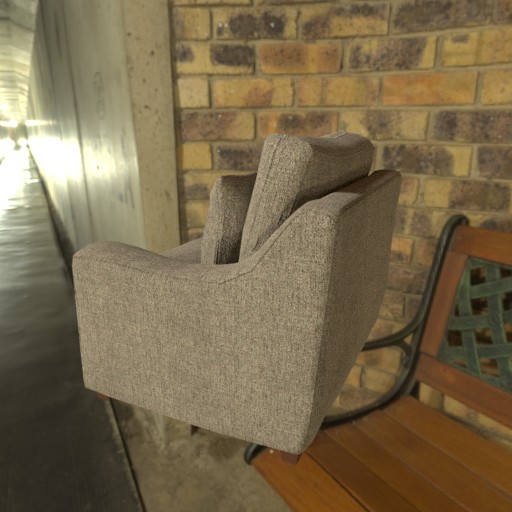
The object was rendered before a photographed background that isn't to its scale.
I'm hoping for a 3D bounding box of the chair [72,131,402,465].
[{"bbox_3d":[0.000,0.000,1.906,1.009,1.037,1.138,8,18,24],"label":"chair"}]
